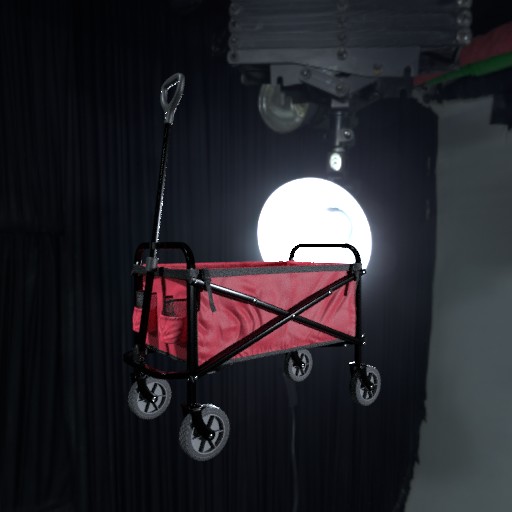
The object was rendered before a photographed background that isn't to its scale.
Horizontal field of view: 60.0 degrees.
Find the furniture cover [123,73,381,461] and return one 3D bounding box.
[{"bbox_3d":[0.000,0.000,1.821,1.038,1.295,0.532,-1,2,-37],"label":"furniture cover"}]
